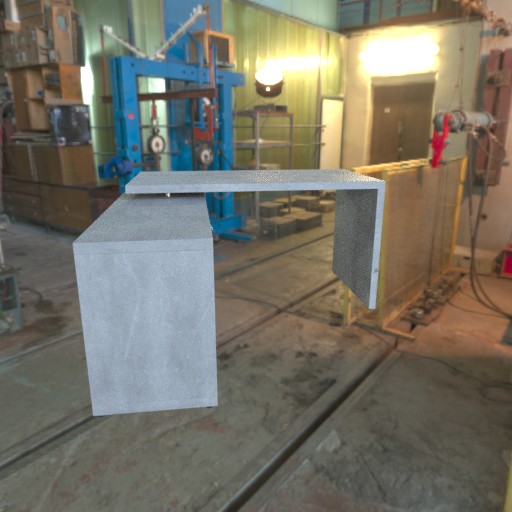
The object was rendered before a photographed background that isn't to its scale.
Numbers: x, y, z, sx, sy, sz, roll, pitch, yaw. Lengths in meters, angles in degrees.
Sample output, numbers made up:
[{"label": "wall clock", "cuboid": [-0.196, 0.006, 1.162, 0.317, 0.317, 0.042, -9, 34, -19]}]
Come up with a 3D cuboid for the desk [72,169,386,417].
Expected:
[{"label": "desk", "cuboid": [0.000, 0.000, 2.309, 1.400, 0.740, 1.500, -2, 16, -8]}]
